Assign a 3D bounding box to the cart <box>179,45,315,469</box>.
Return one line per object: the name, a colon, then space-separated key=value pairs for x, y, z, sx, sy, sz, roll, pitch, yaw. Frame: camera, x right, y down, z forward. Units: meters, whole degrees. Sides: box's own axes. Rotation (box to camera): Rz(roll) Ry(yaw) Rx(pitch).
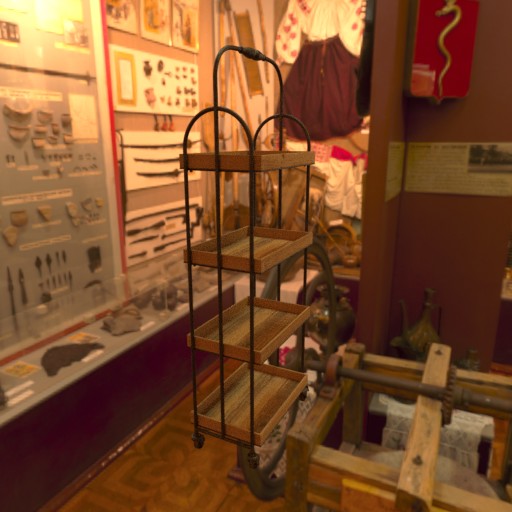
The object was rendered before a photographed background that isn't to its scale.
cart: x=0.000 y=0.000 z=1.729 sx=0.308 sy=1.481 sz=0.581 roll=8 pitch=17 yaw=26
